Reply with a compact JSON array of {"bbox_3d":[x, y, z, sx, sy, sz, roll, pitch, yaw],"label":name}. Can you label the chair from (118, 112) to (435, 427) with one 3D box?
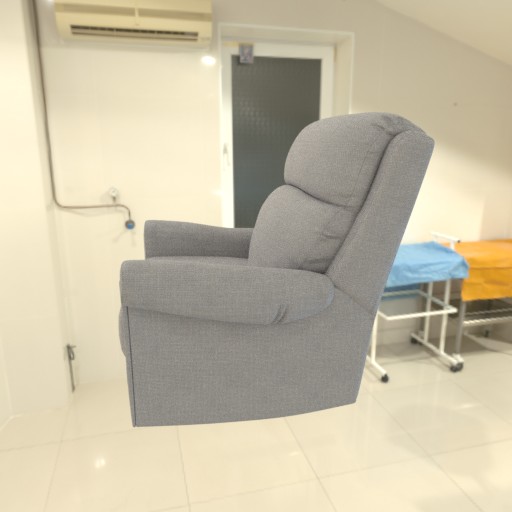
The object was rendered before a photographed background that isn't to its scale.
[{"bbox_3d":[0.000,0.000,1.736,1.014,1.054,0.838,-2,15,-8],"label":"chair"}]
